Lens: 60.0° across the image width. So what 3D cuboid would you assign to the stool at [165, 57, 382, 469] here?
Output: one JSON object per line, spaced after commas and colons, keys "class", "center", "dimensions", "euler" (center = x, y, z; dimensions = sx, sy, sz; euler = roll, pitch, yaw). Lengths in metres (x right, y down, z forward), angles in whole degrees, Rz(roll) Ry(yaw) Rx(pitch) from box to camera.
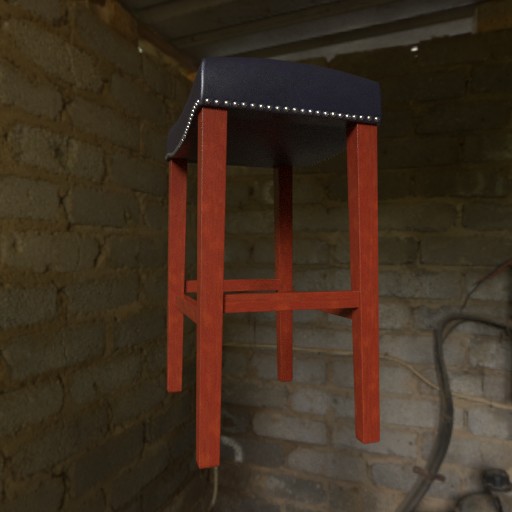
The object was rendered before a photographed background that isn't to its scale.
{"class": "stool", "center": [0.000, 0.000, 1.053], "dimensions": [0.372, 0.742, 0.504], "euler": [0, 0, -18]}
